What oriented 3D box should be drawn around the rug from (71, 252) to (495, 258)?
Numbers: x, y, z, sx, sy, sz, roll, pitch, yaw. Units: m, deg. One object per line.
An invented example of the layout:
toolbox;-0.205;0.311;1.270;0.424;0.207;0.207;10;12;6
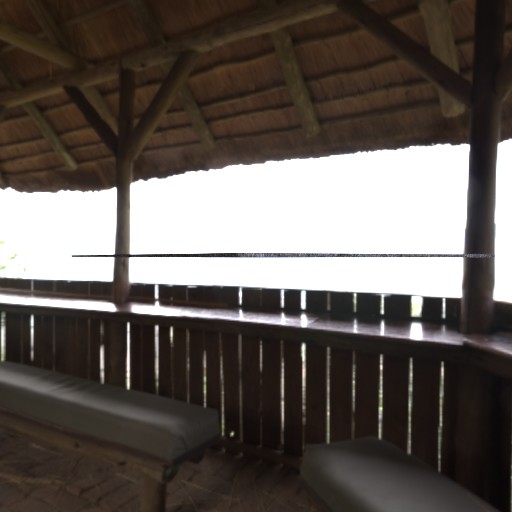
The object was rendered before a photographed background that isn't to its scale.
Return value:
rug;0.000;0.000;3.926;2.401;0.025;3.000;0;0;-36
